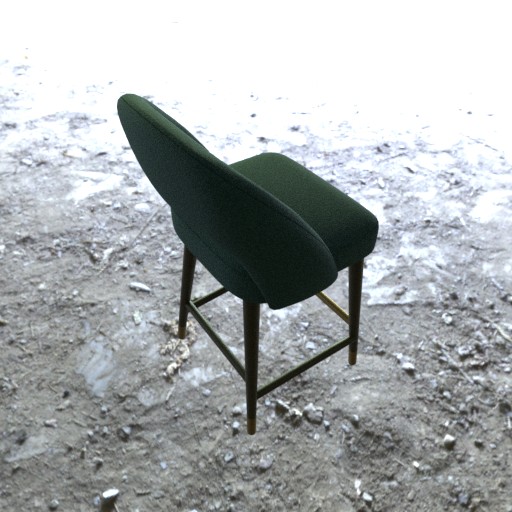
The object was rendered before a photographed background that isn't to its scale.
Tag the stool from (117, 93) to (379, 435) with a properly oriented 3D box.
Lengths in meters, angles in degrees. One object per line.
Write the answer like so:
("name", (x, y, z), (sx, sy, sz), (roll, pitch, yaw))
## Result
("stool", (0.000, 0.000, 1.229), (0.522, 0.939, 0.536), (-26, 48, -26))
